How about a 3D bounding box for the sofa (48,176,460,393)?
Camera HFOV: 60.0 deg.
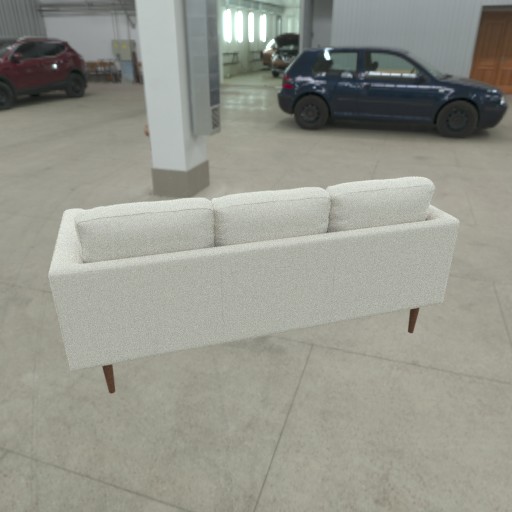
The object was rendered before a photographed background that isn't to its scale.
[{"bbox_3d":[0.000,0.000,2.517,2.029,0.912,0.802,-8,27,-15],"label":"sofa"}]
